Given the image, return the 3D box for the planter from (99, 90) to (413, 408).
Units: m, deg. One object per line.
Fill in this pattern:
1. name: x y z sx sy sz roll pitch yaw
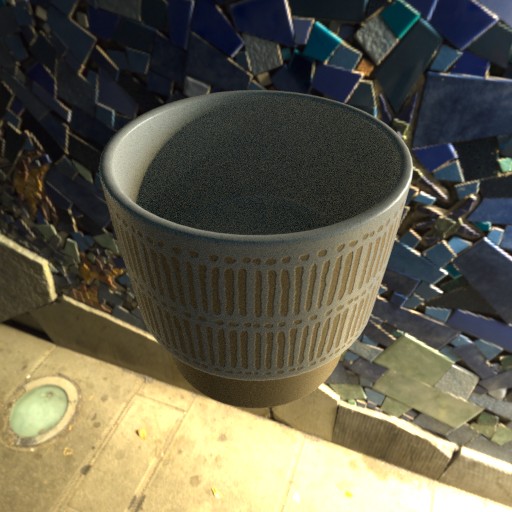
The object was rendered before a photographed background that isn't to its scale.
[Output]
1. planter: 0.000 0.000 0.560 0.317 0.303 0.317 0 41 0
